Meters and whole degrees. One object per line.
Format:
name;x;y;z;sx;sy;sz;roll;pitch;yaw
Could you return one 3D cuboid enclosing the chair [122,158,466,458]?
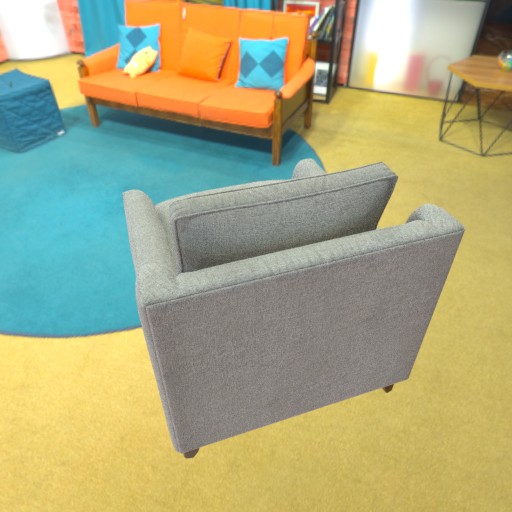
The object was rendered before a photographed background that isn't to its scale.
chair;0.000;0.000;1.564;0.838;0.864;0.918;-13;42;-14
